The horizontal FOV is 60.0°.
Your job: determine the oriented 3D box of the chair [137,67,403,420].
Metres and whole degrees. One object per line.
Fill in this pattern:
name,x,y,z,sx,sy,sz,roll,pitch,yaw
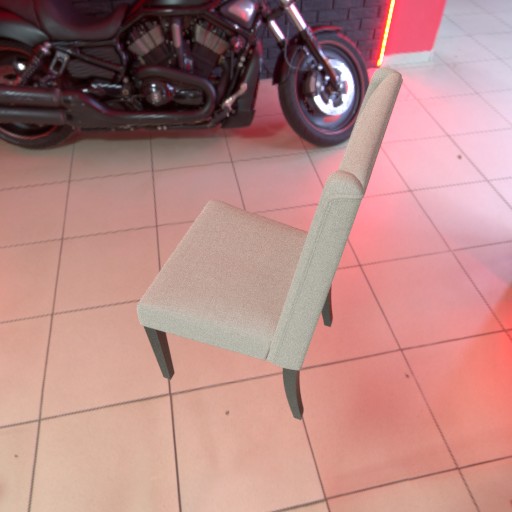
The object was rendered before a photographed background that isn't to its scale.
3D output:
chair,0.000,0.000,1.225,0.523,0.961,0.474,16,50,14
